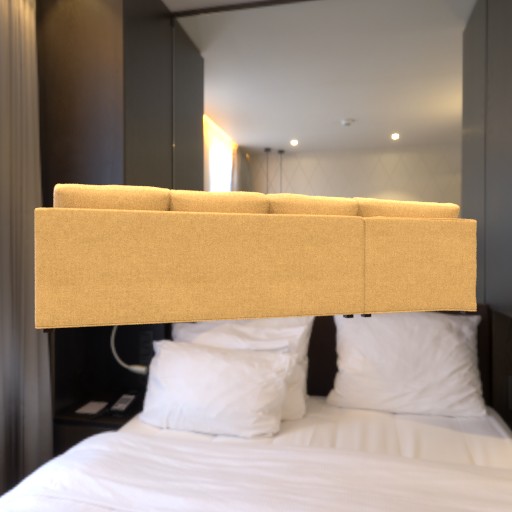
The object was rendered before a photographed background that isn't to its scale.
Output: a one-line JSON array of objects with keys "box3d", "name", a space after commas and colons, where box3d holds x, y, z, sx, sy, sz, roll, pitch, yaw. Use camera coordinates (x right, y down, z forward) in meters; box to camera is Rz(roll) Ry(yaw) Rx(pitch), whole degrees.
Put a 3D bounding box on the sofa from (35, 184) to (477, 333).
[{"box3d": [0.000, 0.000, 3.798, 3.205, 0.922, 1.650, 0, 0, -17], "name": "sofa"}]
